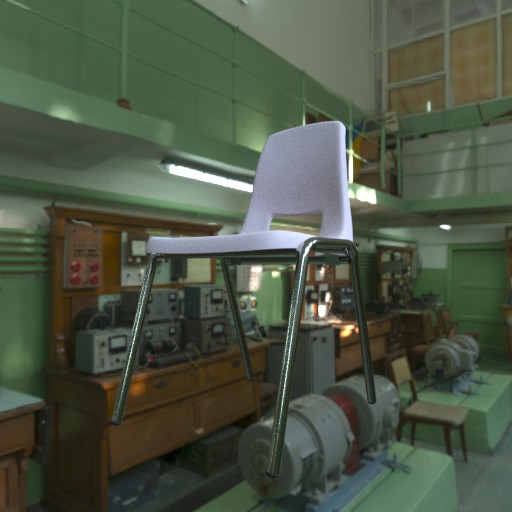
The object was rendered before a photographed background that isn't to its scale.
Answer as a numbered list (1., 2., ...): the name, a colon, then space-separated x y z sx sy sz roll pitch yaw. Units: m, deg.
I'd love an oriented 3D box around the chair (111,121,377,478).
1. chair: 0.000 0.000 0.921 0.381 0.653 0.436 -1 -2 36
